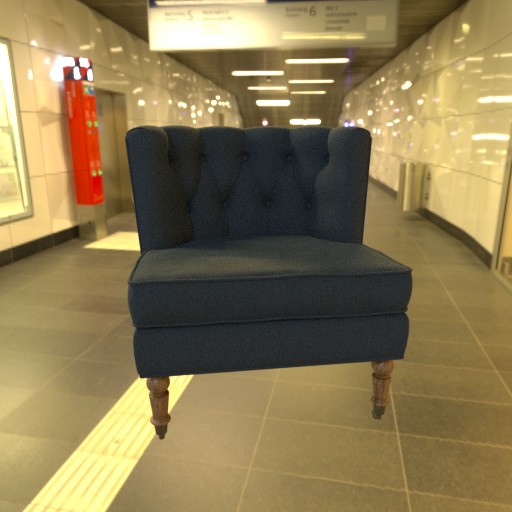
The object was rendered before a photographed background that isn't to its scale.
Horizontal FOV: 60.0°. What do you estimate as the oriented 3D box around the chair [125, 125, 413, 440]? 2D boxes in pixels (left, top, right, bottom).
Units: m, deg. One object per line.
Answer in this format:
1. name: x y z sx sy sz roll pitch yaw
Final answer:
1. chair: 0.000 0.000 1.350 0.740 0.771 0.718 -2 16 -8
